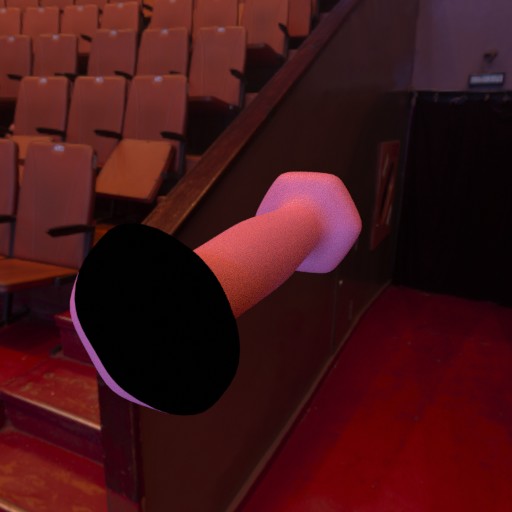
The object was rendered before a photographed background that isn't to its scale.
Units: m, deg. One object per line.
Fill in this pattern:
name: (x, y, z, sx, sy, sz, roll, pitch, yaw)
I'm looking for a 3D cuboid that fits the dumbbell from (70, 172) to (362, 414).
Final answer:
dumbbell: (0.000, 0.000, 0.145, 0.047, 0.043, 0.123, 8, 19, 23)
